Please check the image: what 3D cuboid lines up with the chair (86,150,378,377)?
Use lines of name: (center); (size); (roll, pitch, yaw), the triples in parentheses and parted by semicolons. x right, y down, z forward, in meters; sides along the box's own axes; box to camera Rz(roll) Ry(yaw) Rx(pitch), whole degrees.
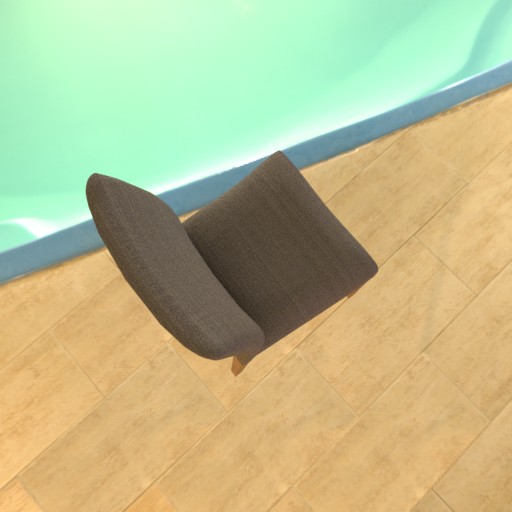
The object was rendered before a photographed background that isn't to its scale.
chair: (0.000, 0.000, 1.285); (0.585, 0.940, 0.496); (-35, 77, -9)
